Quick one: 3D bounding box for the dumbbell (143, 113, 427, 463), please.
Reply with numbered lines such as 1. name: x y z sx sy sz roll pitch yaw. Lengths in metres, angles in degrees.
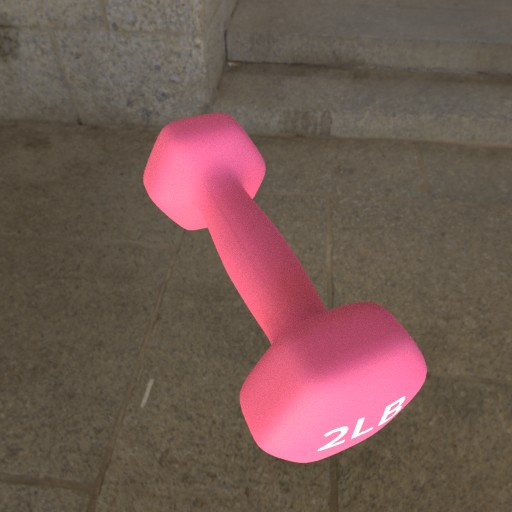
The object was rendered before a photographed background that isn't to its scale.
1. dumbbell: 0.000 0.000 0.170 0.058 0.053 0.146 -17 48 -16
